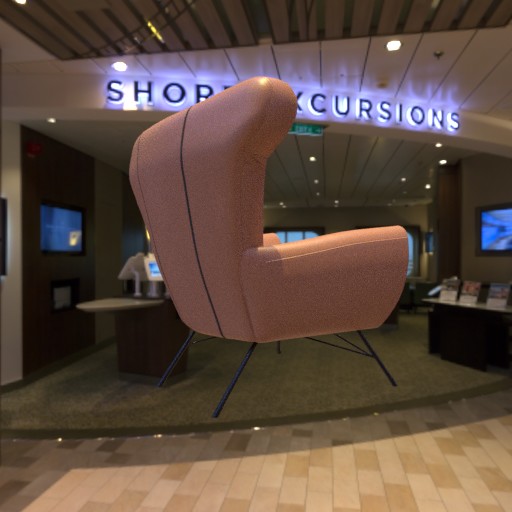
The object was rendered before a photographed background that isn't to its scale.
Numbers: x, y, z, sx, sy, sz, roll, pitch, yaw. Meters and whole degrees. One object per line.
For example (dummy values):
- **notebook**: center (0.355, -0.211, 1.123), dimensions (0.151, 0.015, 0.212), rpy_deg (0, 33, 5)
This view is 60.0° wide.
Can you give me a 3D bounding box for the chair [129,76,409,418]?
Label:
- **chair**: center (0.000, 0.000, 1.804), dimensions (0.900, 1.050, 0.980), rpy_deg (0, 0, -37)
